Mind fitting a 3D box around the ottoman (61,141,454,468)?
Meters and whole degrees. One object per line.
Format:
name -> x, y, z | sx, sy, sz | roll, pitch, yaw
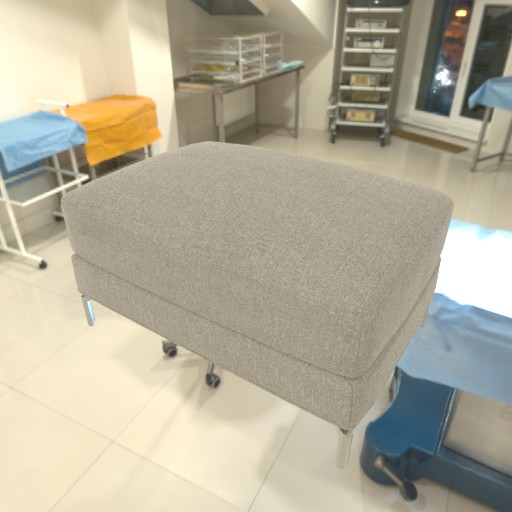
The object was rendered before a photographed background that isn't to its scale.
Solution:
ottoman -> 0.000, 0.000, 1.166 | 0.838, 0.457, 0.584 | 19, 36, 29
